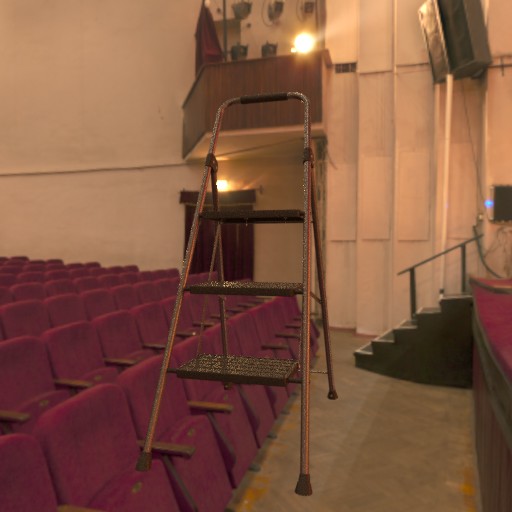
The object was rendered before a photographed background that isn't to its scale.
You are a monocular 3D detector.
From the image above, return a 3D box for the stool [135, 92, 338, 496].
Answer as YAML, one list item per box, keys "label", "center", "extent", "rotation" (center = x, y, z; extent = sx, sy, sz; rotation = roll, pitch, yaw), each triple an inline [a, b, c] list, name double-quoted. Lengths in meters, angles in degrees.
- label: "stool"
  center: [0.000, 0.000, 1.449]
  extent: [0.473, 1.121, 0.733]
  rotation: [0, 1, 15]
